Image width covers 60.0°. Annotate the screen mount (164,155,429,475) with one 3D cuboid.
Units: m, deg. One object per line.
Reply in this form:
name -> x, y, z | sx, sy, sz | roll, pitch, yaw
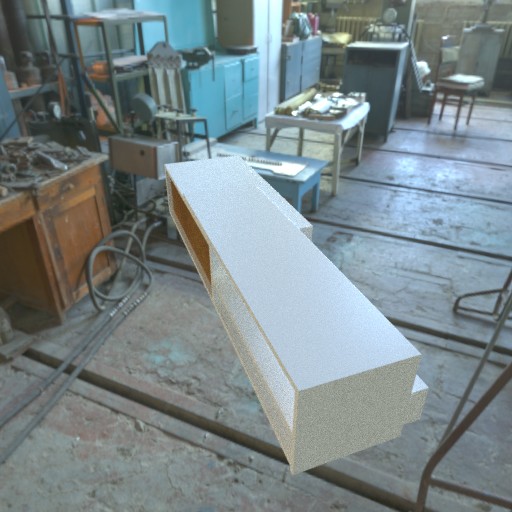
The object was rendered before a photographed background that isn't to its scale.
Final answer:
screen mount -> 0.000, 0.000, 1.830 | 0.420, 0.320, 1.680 | -11, 33, -17
